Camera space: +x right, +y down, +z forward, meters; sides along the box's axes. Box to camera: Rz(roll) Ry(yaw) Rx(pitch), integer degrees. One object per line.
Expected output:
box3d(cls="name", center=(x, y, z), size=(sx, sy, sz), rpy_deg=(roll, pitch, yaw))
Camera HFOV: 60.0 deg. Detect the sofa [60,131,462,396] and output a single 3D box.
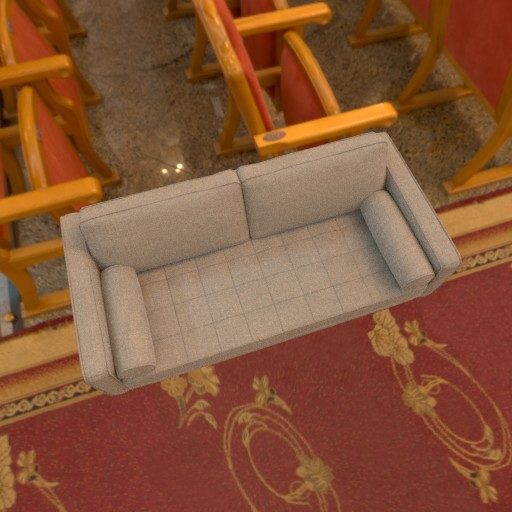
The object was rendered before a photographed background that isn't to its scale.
box3d(cls="sofa", center=(0.000, 0.000, 2.391), size=(1.879, 0.762, 0.914), rpy_deg=(-16, 65, -8))
